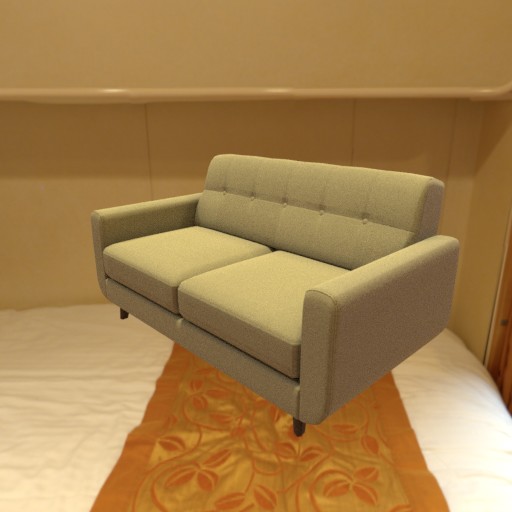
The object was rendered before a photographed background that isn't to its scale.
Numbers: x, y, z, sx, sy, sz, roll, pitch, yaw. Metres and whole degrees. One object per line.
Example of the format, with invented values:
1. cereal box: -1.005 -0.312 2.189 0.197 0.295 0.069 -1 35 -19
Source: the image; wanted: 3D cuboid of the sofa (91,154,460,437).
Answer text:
1. sofa: 0.000 0.000 2.232 0.980 0.892 1.655 -17 25 -41
